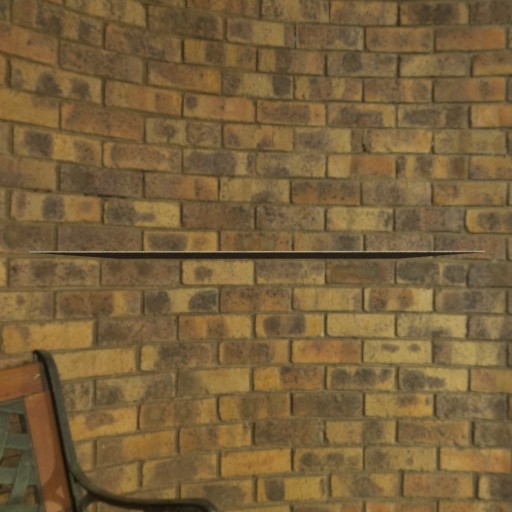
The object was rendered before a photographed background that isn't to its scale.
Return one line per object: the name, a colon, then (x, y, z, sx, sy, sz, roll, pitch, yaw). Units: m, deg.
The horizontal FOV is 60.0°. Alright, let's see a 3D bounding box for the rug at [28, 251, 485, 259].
rug: (0.000, 0.000, 3.097, 2.433, 0.007, 1.507, 0, -2, 1)
